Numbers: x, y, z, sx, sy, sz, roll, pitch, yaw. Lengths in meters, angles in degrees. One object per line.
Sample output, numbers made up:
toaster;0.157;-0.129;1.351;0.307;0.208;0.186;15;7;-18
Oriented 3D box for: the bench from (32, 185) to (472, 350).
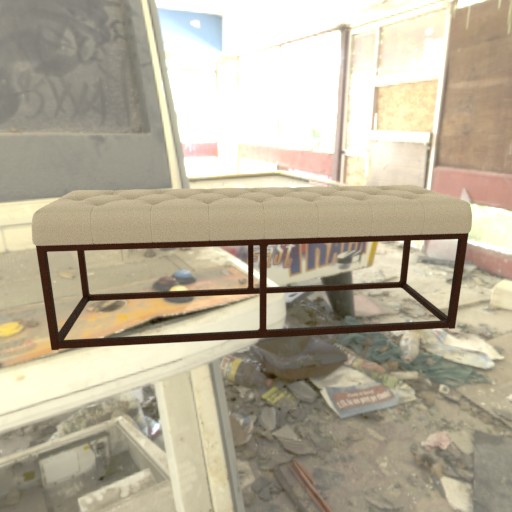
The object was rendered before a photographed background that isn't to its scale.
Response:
bench;0.000;0.000;1.736;1.488;0.488;0.479;-2;17;-6
